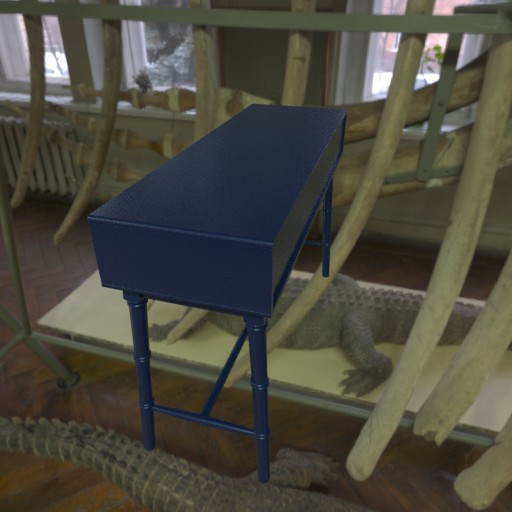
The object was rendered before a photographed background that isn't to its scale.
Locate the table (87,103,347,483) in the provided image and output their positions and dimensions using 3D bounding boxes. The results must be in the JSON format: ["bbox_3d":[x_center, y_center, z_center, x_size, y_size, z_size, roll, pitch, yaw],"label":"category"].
[{"bbox_3d":[0.000,0.000,1.482,0.399,0.749,1.118,9,31,14],"label":"table"}]
